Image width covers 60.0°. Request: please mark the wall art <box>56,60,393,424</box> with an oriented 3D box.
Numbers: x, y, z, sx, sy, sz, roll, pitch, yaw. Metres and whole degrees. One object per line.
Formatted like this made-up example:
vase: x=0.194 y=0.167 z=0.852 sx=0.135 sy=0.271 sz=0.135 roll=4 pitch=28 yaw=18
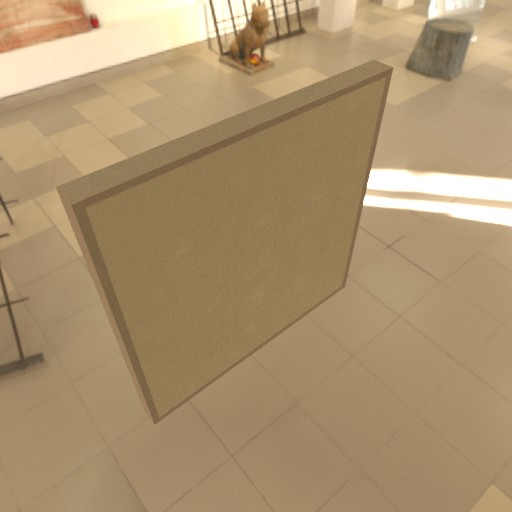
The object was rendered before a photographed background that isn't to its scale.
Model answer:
wall art: x=0.000 y=0.000 z=0.743 sx=0.508 sy=0.506 sz=0.038 roll=-31 pitch=53 yaw=-27
